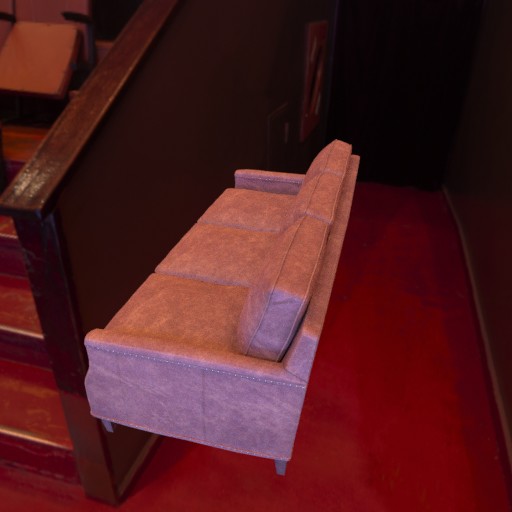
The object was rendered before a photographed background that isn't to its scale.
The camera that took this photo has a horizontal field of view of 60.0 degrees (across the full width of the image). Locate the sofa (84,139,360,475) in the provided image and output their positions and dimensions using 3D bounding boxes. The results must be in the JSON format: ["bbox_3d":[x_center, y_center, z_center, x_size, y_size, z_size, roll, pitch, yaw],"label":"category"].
[{"bbox_3d":[0.000,0.000,2.782,1.084,1.003,2.246,8,32,13],"label":"sofa"}]
